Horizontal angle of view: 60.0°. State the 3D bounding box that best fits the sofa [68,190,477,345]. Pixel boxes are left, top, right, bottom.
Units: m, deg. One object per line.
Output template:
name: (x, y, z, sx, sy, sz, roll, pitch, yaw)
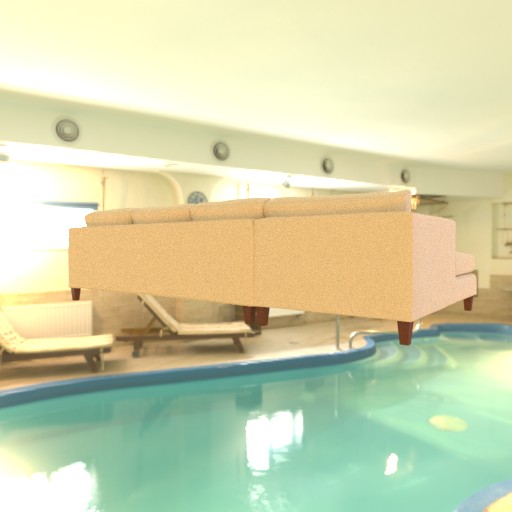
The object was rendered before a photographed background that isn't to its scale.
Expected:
sofa: (0.000, 0.000, 3.825, 3.186, 0.846, 1.625, 1, 2, 37)
